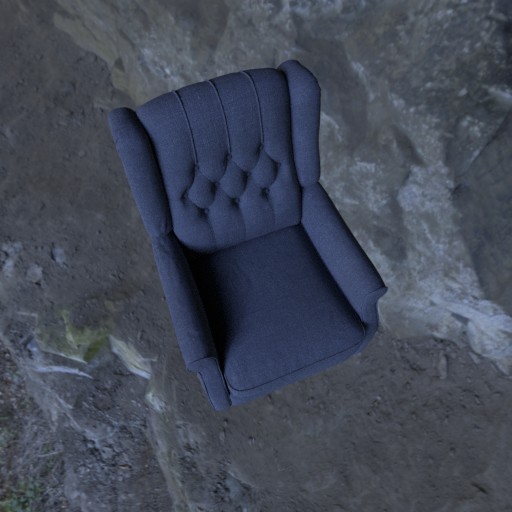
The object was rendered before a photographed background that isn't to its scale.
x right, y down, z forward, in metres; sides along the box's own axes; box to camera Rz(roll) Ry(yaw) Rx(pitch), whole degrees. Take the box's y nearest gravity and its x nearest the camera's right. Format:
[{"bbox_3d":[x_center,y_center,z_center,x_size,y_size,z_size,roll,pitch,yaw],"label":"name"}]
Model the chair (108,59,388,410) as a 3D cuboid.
[{"bbox_3d":[0.000,0.000,1.667,0.742,1.035,0.898,-20,64,-10],"label":"chair"}]
